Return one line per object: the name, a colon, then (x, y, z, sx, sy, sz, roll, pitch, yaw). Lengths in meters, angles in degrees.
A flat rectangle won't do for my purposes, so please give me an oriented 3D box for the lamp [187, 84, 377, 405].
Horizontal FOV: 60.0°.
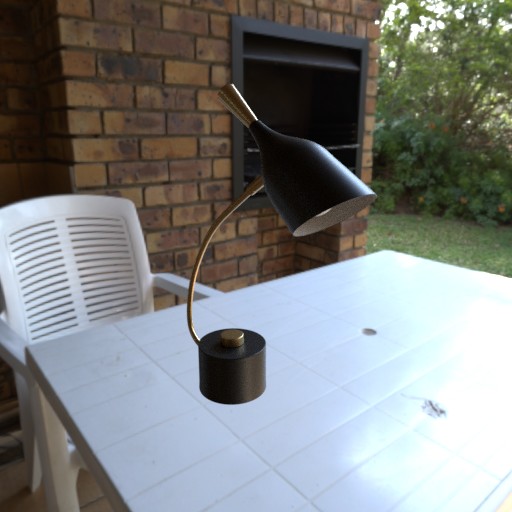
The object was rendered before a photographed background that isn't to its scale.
lamp: (0.000, 0.000, 0.628, 0.110, 0.464, 0.352, -14, 21, -41)
